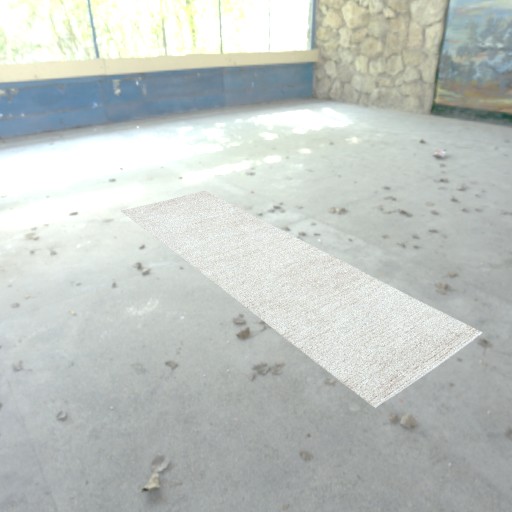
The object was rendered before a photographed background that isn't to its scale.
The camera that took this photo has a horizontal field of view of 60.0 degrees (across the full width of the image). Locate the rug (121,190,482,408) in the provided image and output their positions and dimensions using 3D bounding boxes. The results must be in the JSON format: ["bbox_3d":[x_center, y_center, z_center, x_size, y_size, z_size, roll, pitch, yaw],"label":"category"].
[{"bbox_3d":[0.000,0.000,2.564,0.712,0.013,2.346,-19,33,-32],"label":"rug"}]
